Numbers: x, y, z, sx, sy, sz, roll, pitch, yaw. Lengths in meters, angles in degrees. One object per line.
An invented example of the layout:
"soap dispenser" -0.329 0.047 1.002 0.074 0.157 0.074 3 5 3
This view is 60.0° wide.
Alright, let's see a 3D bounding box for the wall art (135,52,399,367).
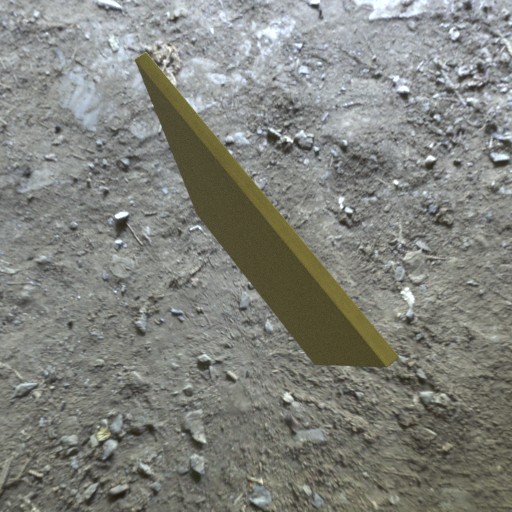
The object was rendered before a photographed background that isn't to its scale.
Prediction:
"wall art" 0.000 0.000 1.350 0.030 1.002 0.798 -37 79 -8
